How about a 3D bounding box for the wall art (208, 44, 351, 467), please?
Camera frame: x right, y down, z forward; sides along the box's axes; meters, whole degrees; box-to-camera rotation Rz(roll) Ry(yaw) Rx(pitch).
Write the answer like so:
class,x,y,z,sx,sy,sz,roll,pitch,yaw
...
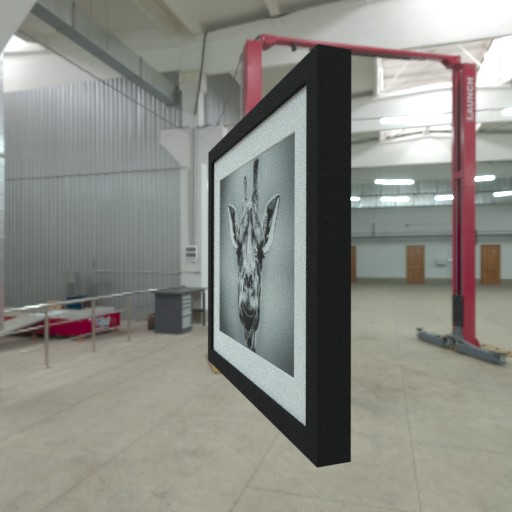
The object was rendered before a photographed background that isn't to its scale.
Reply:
class,x,y,z,sx,sy,sz,roll,pitch,yaw
wall art,0.000,0.000,0.530,0.031,0.330,0.381,0,0,-19
